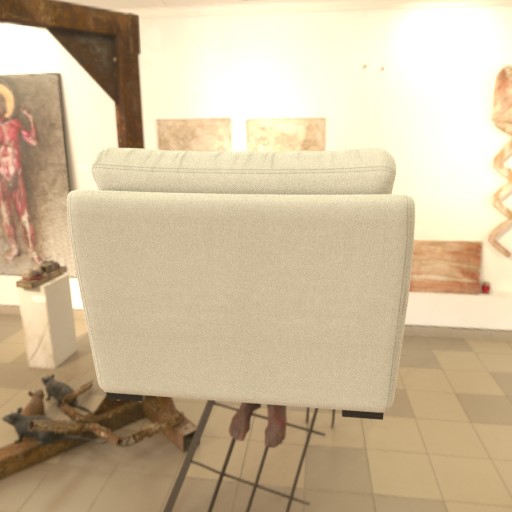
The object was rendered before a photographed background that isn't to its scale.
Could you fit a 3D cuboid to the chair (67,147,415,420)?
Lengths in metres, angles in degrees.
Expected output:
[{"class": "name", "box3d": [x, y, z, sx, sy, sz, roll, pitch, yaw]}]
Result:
[{"class": "chair", "box3d": [0.000, 0.000, 1.927, 1.140, 0.930, 1.158, 2, 15, 7]}]
